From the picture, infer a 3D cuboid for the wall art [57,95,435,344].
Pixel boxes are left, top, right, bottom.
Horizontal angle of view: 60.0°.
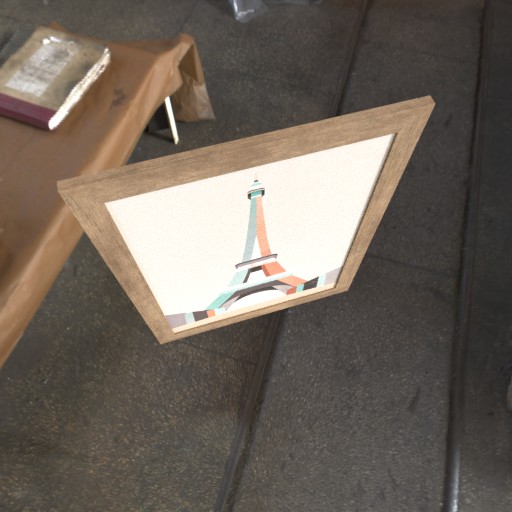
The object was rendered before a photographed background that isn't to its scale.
[{"bbox_3d":[0.000,0.000,0.909,0.534,0.686,0.018,-15,64,-8],"label":"wall art"}]
